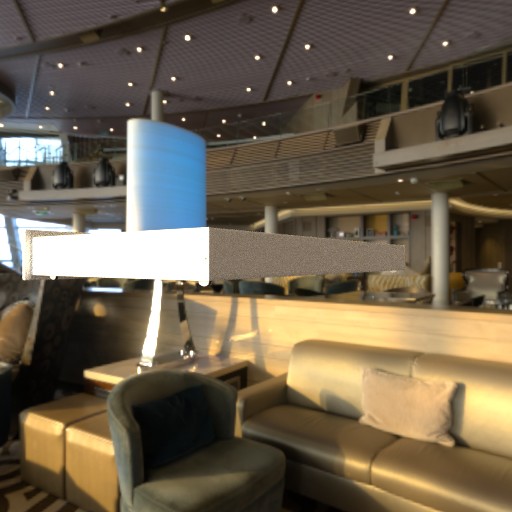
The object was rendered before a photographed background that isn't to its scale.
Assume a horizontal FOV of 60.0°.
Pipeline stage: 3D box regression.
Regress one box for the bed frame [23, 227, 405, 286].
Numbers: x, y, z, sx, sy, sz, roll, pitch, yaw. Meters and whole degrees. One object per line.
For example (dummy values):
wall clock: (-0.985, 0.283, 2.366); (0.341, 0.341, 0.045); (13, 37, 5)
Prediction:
bed frame: (0.000, 0.000, 1.569); (0.670, 0.141, 1.300); (0, -1, 35)
